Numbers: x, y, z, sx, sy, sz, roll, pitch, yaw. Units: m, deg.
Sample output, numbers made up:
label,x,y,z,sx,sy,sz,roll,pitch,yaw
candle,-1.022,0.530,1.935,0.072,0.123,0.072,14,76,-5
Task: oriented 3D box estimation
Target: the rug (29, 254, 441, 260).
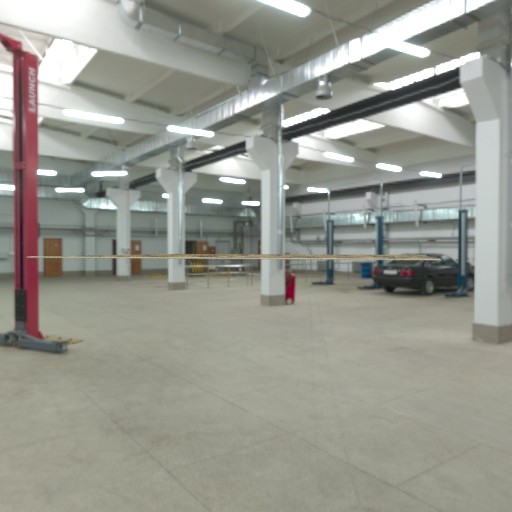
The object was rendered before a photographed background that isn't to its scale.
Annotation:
label,x,y,z,sx,sy,sz,roll,pitch,yaw
rug,0.000,0.000,4.071,2.977,0.008,2.380,0,1,19
